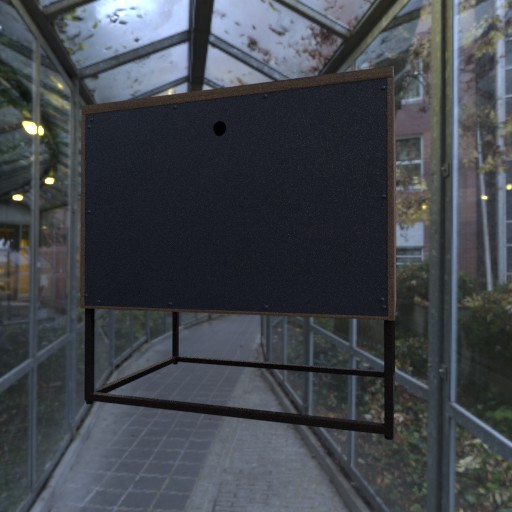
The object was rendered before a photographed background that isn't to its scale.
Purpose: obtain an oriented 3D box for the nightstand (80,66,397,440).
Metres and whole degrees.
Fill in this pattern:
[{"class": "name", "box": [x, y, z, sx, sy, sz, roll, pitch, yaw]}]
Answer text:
[{"class": "nightstand", "box": [0.000, 0.000, 1.013, 0.610, 0.610, 0.437, 0, -1, 18]}]
